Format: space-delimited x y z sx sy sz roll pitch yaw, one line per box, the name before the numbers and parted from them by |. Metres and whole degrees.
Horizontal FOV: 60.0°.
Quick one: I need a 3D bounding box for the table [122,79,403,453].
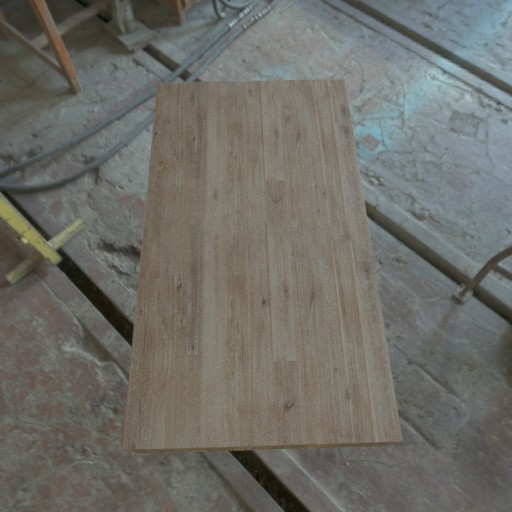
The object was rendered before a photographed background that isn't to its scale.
table | 0.000 0.000 2.019 0.918 0.531 1.619 -1 64 -1
